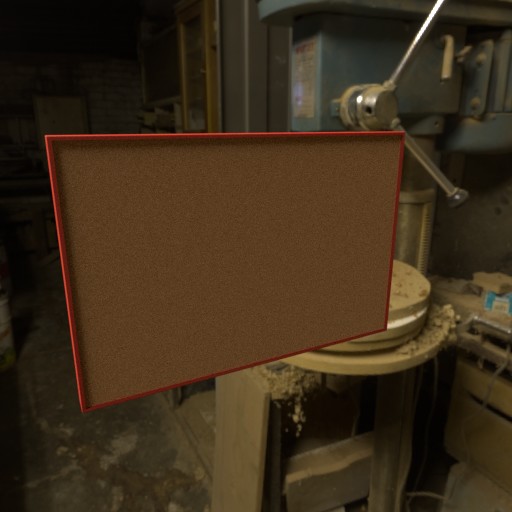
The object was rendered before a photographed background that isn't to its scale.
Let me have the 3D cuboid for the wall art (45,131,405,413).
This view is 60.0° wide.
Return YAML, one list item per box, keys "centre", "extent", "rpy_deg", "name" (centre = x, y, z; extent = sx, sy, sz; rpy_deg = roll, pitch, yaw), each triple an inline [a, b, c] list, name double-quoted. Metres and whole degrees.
- centre: [0.000, 0.000, 0.759]
  extent: [0.607, 0.405, 0.033]
  rpy_deg: [-8, 19, -26]
  name: "wall art"
